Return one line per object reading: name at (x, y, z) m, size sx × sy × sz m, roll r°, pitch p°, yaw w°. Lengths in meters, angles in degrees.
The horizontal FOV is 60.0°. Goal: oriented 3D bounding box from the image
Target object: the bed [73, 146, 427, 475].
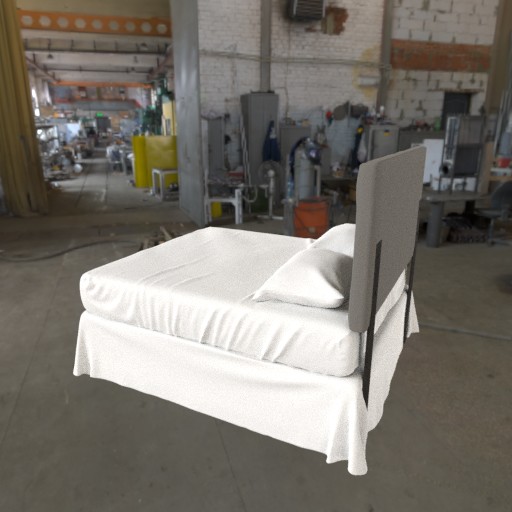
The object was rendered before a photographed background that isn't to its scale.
bed at (0.000, 0.000, 3.311) m, size 2.222 × 1.577 × 1.936 m, roll 9°, pitch 19°, yaw 26°
